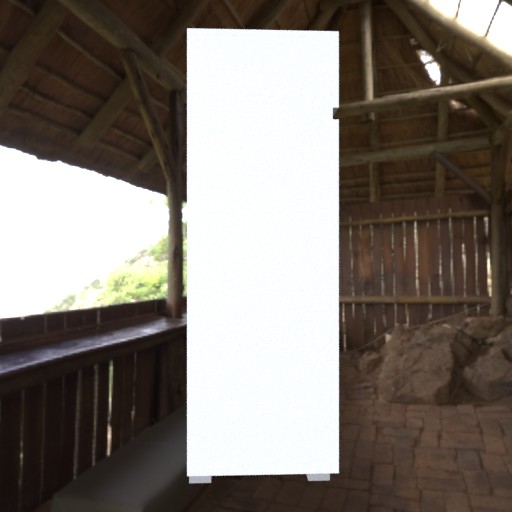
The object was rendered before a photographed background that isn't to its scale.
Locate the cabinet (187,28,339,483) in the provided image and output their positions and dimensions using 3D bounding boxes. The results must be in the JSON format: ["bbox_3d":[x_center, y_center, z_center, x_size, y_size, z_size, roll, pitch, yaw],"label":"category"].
[{"bbox_3d":[0.000,0.000,1.665,0.400,1.190,1.000,0,0,-2],"label":"cabinet"}]
